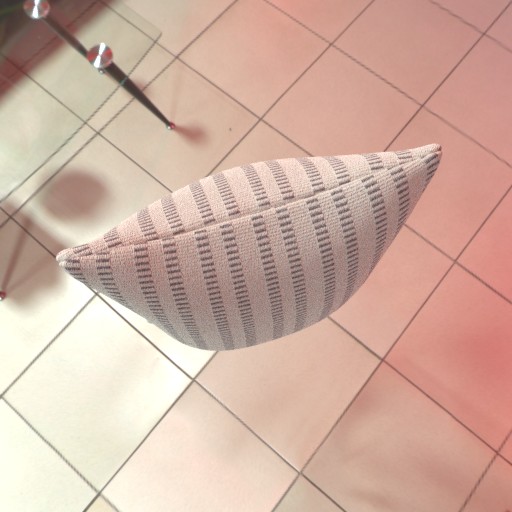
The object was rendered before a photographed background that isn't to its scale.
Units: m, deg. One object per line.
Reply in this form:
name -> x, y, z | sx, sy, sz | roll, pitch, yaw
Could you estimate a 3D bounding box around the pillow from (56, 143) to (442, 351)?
pillow -> 0.000, 0.000, 0.668 | 0.438, 0.419, 0.247 | -17, 75, -5
